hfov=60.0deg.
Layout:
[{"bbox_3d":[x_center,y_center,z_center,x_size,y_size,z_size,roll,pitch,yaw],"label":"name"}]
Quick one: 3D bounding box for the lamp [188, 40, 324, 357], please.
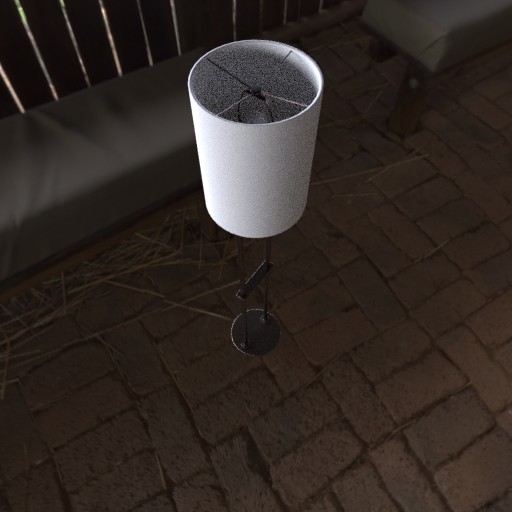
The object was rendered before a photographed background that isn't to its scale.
[{"bbox_3d":[0.000,0.000,1.635,0.305,1.500,0.306,32,63,18],"label":"lamp"}]
